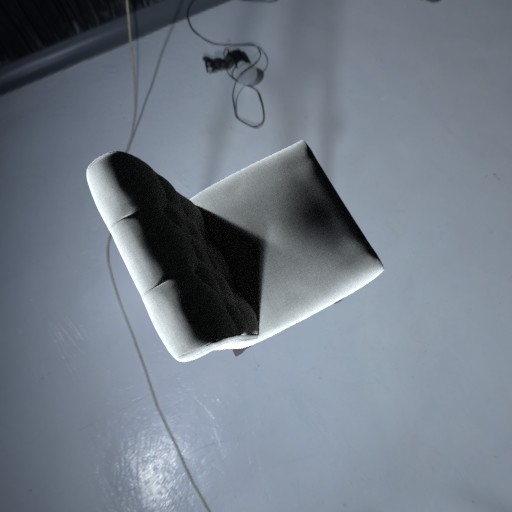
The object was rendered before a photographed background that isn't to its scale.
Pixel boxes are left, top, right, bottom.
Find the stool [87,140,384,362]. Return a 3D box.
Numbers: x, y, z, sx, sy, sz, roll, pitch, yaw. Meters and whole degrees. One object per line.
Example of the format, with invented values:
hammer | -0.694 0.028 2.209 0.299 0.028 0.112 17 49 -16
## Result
stool | 0.000 0.000 1.394 0.601 1.040 0.493 -28 77 -7
